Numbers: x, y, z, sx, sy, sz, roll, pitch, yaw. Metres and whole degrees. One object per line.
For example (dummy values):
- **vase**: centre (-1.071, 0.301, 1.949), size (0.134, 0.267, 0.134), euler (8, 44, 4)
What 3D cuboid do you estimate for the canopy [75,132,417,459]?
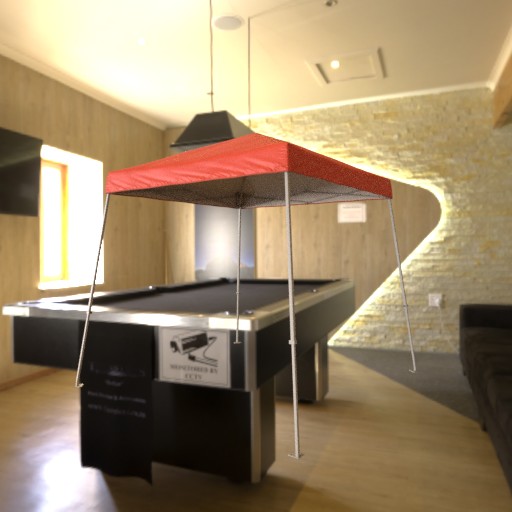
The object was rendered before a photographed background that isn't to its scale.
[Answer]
- **canopy**: centre (0.000, 0.000, 5.149), size (2.849, 2.850, 2.850), euler (1, 1, 36)
